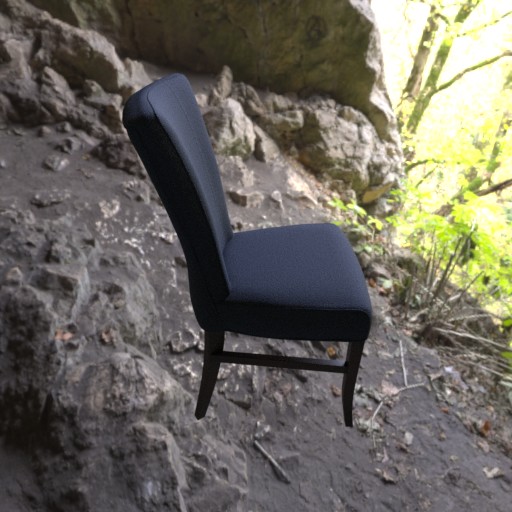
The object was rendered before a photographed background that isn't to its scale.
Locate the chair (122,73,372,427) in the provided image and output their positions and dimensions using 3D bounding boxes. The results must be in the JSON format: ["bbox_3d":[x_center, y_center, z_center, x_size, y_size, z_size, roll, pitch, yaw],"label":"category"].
[{"bbox_3d":[0.000,0.000,1.370,0.660,0.991,0.520,0,31,-1],"label":"chair"}]
